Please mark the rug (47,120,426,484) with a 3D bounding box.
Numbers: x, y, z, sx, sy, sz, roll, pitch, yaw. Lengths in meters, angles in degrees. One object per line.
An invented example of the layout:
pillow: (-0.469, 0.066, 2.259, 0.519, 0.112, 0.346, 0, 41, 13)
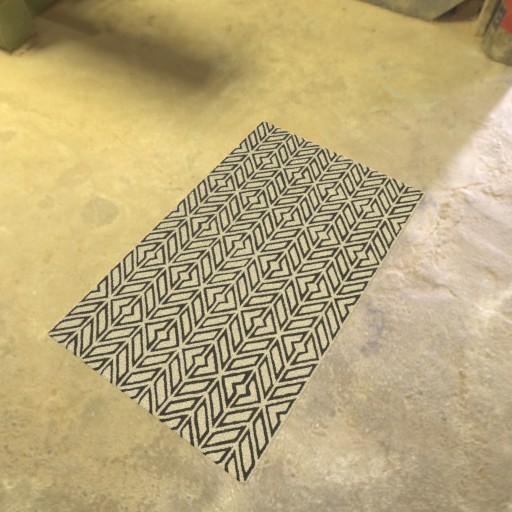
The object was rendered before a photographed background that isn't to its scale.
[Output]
rug: (0.000, 0.000, 3.095, 1.523, 0.008, 2.438, 29, 61, 18)
